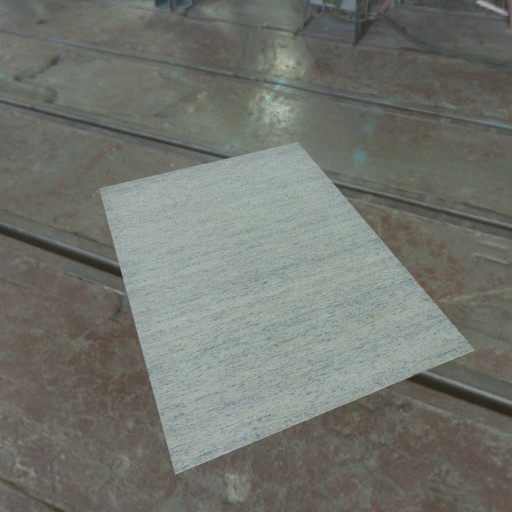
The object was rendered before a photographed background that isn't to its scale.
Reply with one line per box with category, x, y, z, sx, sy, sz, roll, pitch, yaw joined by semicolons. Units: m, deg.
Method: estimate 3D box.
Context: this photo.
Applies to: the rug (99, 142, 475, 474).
rug;0.000;0.000;4.207;2.438;0.006;3.197;-17;49;-15
